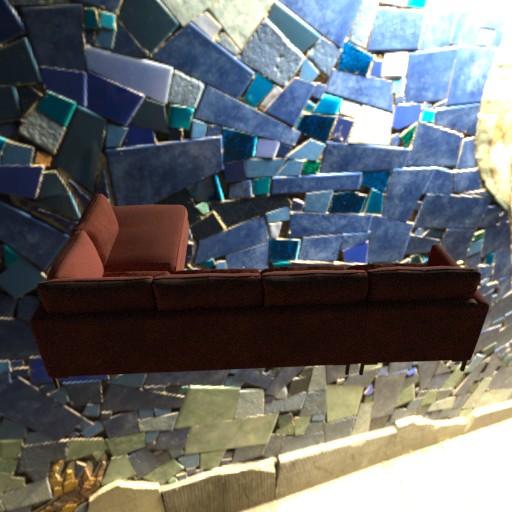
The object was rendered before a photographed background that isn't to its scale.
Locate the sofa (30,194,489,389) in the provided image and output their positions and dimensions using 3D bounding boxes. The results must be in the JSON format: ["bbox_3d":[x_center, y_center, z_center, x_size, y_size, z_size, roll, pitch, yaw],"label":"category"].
[{"bbox_3d":[0.000,0.000,3.444,2.736,0.757,1.879,-2,32,-3],"label":"sofa"}]
